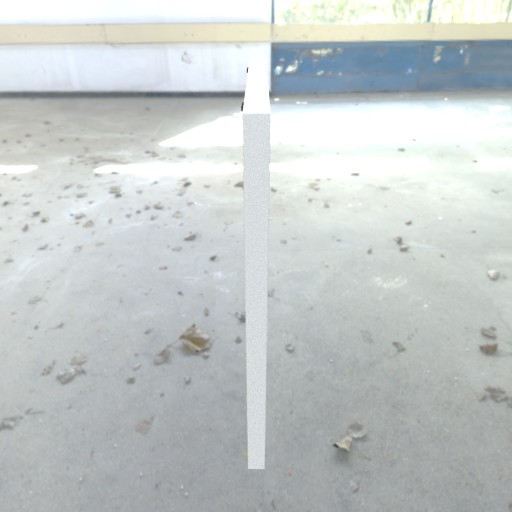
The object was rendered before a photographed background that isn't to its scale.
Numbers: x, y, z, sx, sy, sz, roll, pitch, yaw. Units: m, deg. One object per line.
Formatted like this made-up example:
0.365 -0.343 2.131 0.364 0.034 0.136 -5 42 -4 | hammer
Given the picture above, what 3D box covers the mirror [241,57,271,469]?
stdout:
0.000 0.000 0.938 0.039 0.710 0.507 0 31 0 | mirror
